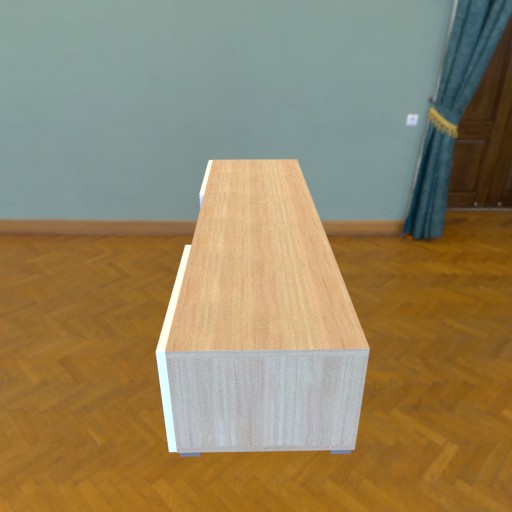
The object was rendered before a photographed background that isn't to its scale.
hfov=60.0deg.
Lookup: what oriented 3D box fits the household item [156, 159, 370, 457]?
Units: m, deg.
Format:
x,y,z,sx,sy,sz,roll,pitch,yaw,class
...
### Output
x,y,z,sx,sy,sz,roll,pitch,yaw,class
0.000,0.000,1.561,0.420,0.310,1.400,-1,27,-1,household item
